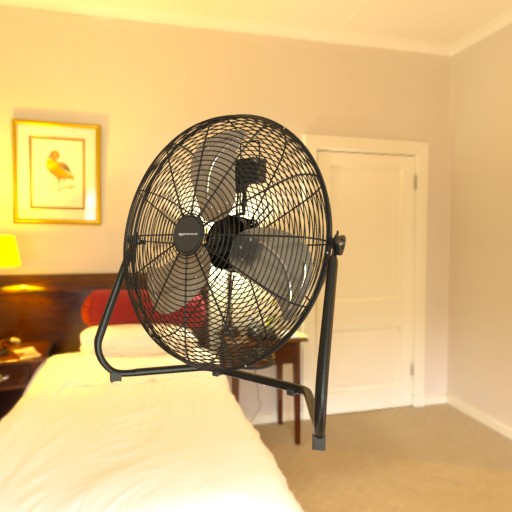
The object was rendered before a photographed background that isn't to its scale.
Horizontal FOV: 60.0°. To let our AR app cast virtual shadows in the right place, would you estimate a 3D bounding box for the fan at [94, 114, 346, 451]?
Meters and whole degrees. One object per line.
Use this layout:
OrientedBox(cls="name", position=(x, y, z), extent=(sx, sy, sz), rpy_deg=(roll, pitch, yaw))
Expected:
OrientedBox(cls="fan", position=(0.000, 0.000, 0.939), extent=(0.555, 0.546, 0.424), rpy_deg=(2, 3, 37))
